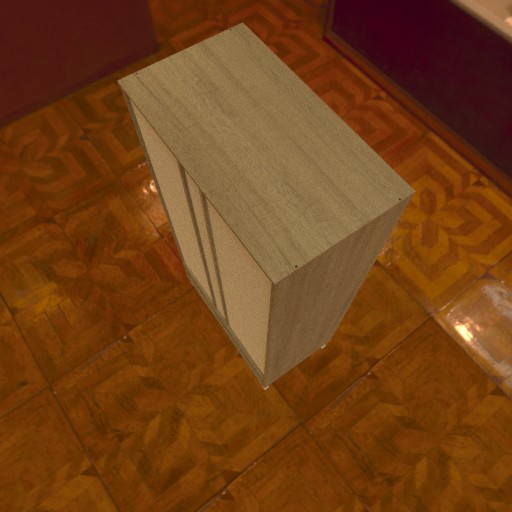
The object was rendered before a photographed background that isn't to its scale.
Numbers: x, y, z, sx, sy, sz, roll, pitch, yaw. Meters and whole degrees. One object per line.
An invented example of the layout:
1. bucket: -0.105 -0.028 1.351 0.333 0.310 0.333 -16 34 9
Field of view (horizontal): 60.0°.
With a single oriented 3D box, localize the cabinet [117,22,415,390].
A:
1. cabinet: 0.000 0.000 2.459 0.571 1.999 1.006 -32 68 -14
